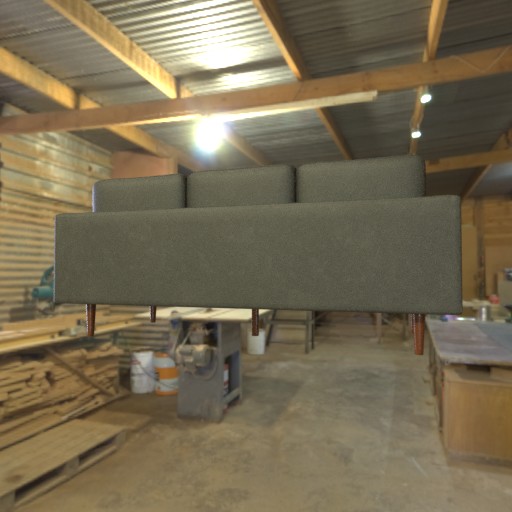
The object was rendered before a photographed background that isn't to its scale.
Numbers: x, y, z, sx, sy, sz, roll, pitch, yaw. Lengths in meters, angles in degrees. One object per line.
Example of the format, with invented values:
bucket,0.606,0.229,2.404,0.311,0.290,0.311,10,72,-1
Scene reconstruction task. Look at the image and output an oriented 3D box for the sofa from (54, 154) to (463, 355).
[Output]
sofa,0.000,0.000,2.514,2.029,0.899,0.879,-1,-2,18
